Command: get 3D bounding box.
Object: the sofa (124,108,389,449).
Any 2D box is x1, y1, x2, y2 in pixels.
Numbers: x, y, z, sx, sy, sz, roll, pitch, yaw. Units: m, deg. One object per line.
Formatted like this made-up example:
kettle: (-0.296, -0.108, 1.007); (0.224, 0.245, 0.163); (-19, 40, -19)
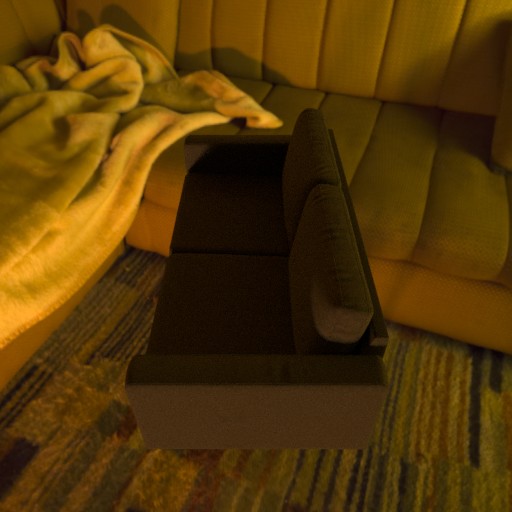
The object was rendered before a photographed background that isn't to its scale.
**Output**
sofa: (0.000, 0.000, 2.219); (0.889, 0.897, 1.730); (0, 42, 0)
